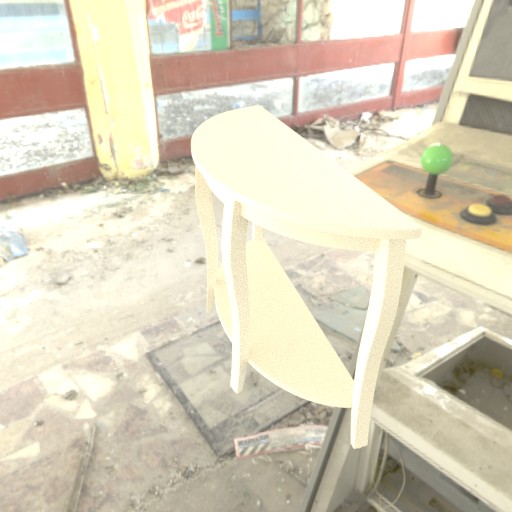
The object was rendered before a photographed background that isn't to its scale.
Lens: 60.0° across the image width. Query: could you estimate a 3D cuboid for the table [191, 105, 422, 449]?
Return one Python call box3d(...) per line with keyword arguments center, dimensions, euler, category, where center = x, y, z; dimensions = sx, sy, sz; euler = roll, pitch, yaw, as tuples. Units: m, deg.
box3d(center=(0.000, 0.000, 1.610), dimensions=(0.394, 0.780, 1.219), euler=(-9, 32, -14), category="table")
